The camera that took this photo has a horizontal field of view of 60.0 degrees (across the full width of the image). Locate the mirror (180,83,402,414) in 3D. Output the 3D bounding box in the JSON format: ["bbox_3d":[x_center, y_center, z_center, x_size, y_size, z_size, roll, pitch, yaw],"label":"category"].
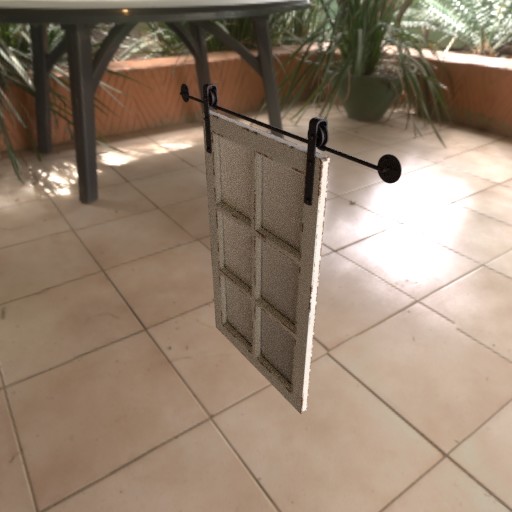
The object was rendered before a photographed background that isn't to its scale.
[{"bbox_3d":[0.000,0.000,1.232,0.037,0.844,0.808,-21,38,-30],"label":"mirror"}]
